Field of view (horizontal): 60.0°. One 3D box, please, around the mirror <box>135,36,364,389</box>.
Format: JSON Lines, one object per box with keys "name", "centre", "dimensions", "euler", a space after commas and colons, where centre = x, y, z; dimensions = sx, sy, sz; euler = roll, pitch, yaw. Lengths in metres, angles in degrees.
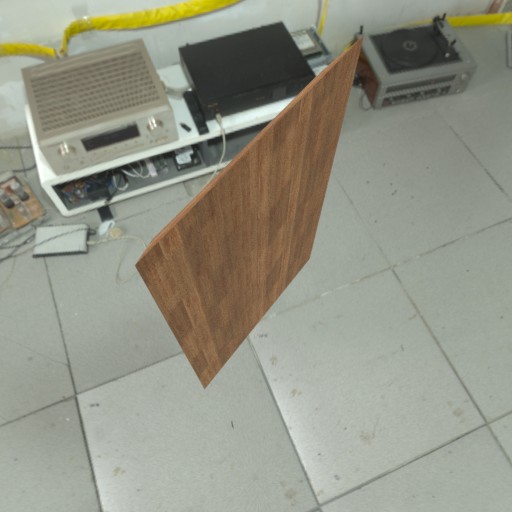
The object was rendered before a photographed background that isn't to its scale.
{"name": "mirror", "centre": [0.000, 0.000, 1.235], "dimensions": [0.047, 1.010, 0.651], "euler": [35, 68, 16]}
